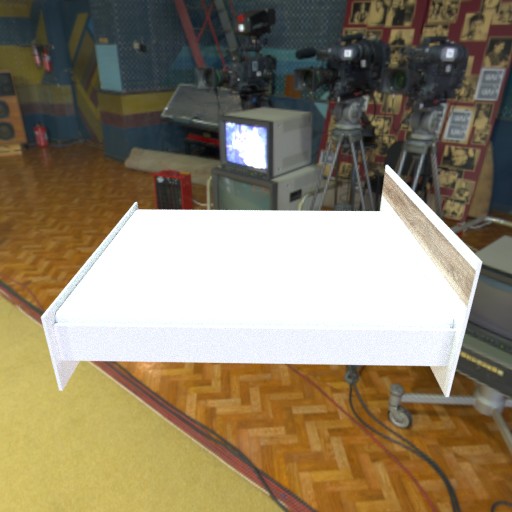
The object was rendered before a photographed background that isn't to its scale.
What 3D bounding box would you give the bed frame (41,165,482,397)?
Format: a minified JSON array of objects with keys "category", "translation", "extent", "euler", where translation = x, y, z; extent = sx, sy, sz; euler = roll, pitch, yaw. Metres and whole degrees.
[{"category":"bed frame","translation":[0.000,0.000,2.945],"extent":[2.060,0.800,1.720],"euler":[1,26,1]}]
